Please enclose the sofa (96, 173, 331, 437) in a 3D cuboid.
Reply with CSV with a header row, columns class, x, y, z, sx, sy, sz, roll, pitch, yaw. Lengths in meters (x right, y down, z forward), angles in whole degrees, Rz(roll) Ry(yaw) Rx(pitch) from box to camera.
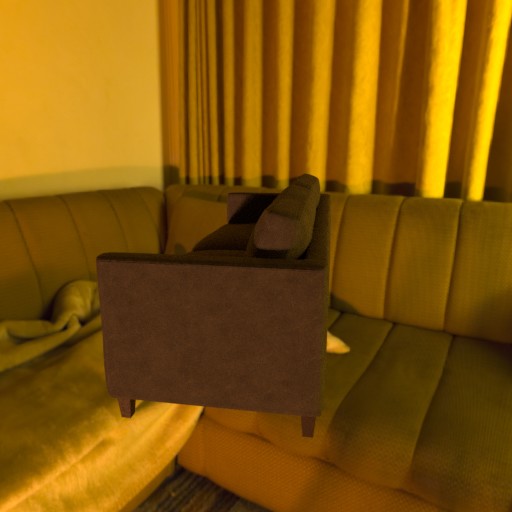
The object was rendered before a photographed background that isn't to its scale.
class,x,y,z,sx,sy,sz,roll,pitch,yaw
sofa,0.000,0.000,2.902,0.951,0.965,2.434,2,14,9
